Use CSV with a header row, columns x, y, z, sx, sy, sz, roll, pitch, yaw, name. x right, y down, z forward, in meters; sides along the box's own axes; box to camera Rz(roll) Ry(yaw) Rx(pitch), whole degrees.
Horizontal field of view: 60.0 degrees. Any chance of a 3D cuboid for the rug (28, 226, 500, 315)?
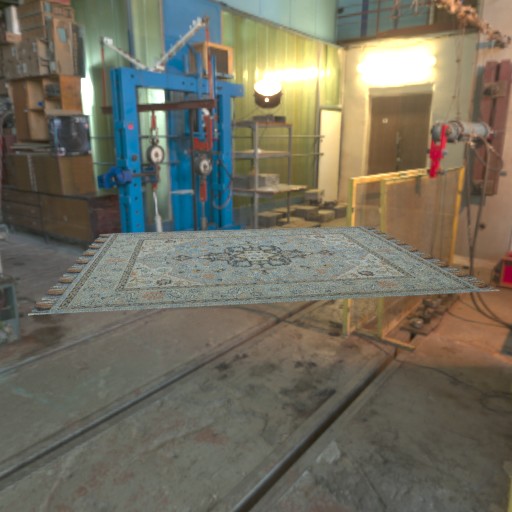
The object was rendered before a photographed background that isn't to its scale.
x,y,z,sx,sy,sz,roll,pitch,yaw,name
0.000,0.000,4.087,3.221,0.011,2.379,-2,15,-8,rug
